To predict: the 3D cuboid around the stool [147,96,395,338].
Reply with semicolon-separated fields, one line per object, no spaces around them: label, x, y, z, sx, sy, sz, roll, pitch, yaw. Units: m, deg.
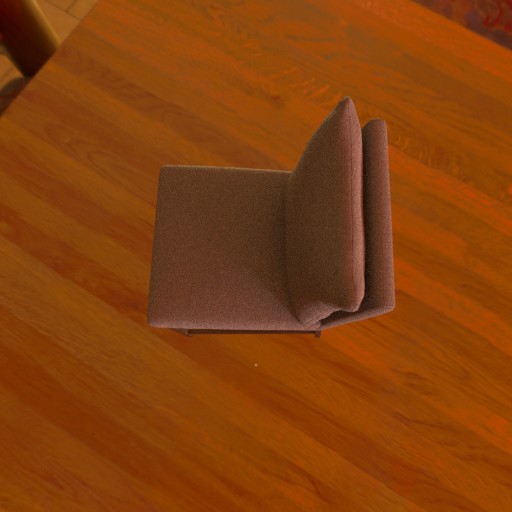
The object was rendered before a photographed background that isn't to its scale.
stool;0.000;0.000;1.357;0.569;1.031;0.463;2;76;0
